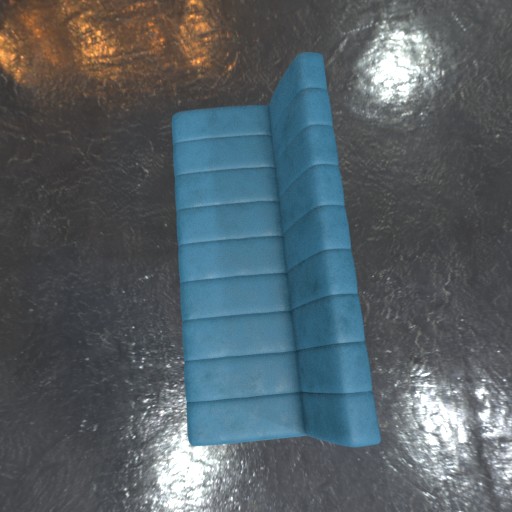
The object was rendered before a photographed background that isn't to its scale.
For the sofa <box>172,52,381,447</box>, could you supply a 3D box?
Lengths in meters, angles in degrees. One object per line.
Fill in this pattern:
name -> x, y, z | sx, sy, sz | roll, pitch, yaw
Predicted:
sofa -> 0.000, 0.000, 2.317 | 0.830, 0.825, 1.810 | -5, 76, -1
